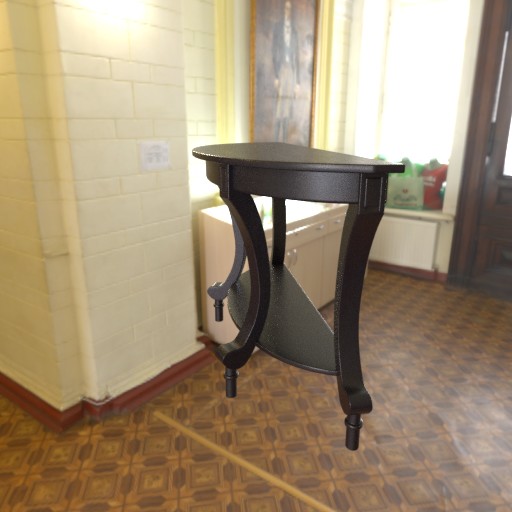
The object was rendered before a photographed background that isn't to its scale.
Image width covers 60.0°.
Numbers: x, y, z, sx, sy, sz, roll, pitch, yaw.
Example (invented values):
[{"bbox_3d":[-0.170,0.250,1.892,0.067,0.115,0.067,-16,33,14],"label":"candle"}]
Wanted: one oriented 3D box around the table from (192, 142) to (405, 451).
[{"bbox_3d":[0.000,0.000,1.476,0.394,0.692,1.198,-2,17,-8],"label":"table"}]
